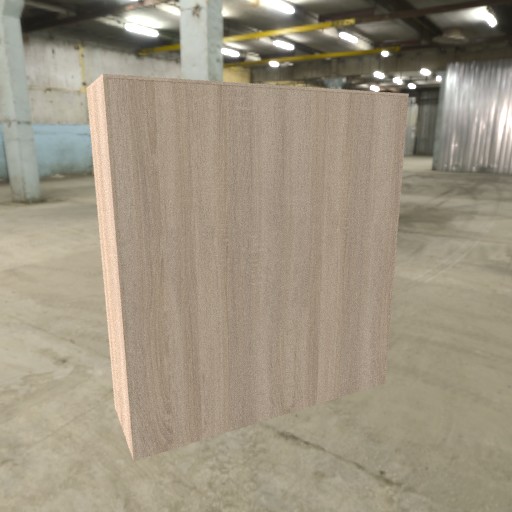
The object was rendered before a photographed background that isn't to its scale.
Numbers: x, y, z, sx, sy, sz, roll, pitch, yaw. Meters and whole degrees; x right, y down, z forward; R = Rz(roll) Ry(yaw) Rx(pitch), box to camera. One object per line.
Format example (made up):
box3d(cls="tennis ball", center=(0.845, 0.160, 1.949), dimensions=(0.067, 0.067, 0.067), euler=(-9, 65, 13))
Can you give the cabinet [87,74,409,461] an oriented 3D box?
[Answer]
box3d(cls="cabinet", center=(0.000, 0.000, 2.939), dimensions=(1.870, 2.060, 0.620), euler=(-7, 16, -26))
